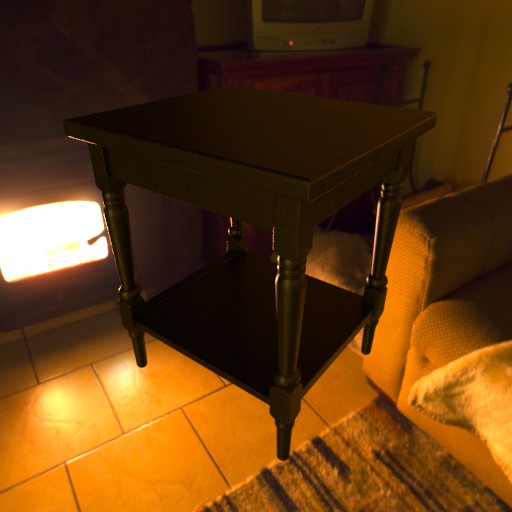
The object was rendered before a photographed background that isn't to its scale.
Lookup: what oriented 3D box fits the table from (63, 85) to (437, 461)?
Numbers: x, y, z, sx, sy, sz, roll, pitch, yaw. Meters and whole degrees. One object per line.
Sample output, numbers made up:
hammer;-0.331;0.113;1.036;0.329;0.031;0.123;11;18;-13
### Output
table;0.000;0.000;0.913;0.488;0.565;0.442;21;36;32
